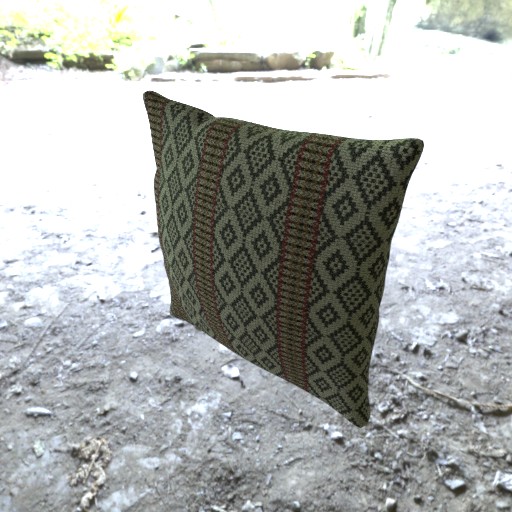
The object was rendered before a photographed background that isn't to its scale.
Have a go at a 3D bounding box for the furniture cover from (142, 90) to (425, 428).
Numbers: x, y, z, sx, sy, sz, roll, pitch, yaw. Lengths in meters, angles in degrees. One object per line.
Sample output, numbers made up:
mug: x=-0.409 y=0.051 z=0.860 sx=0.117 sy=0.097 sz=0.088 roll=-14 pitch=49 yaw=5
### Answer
furniture cover: x=0.000 y=0.000 z=0.782 sx=0.503 sy=0.506 sz=0.182 roll=23 pitch=38 yaw=32
